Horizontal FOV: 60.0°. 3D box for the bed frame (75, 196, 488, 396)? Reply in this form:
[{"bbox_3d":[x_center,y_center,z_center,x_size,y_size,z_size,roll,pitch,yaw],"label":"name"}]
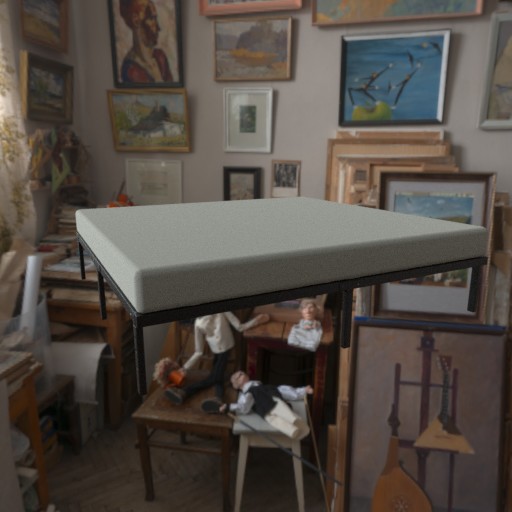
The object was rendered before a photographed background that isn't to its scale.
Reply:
[{"bbox_3d":[0.000,0.000,3.846,2.635,0.680,2.526,-7,15,-27],"label":"bed frame"}]
